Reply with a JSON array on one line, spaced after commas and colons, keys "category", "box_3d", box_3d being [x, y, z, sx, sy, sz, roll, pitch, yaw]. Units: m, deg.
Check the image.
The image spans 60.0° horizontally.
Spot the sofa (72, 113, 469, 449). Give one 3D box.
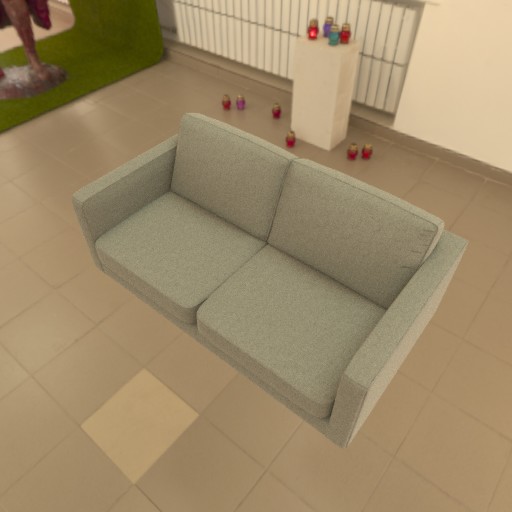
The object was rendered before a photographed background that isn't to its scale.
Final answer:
[{"category": "sofa", "box_3d": [0.000, 0.000, 2.338, 1.731, 0.900, 1.000, 30, 53, 26]}]
